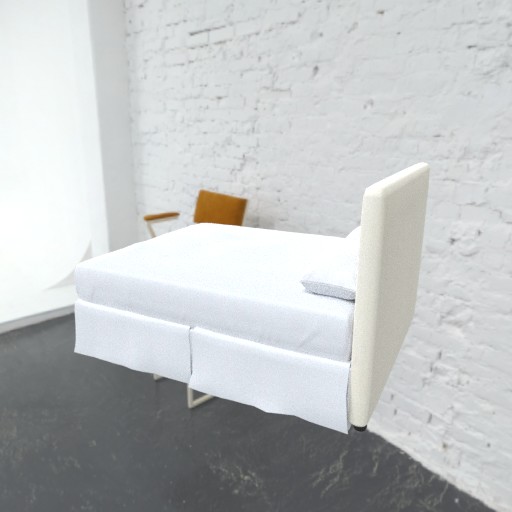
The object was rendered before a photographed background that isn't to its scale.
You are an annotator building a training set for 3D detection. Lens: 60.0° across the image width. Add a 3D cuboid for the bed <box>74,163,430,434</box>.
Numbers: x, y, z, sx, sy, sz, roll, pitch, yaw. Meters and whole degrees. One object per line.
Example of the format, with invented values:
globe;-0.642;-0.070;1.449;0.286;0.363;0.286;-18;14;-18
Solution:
bed;0.000;0.000;3.281;2.142;1.330;1.713;8;18;26
